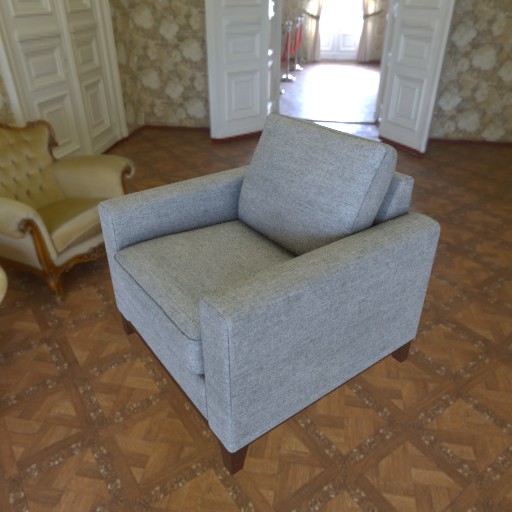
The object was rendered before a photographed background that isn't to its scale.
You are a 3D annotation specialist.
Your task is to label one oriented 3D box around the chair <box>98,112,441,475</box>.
[{"bbox_3d":[0.000,0.000,1.891,1.038,1.010,1.024,-20,36,-31],"label":"chair"}]
